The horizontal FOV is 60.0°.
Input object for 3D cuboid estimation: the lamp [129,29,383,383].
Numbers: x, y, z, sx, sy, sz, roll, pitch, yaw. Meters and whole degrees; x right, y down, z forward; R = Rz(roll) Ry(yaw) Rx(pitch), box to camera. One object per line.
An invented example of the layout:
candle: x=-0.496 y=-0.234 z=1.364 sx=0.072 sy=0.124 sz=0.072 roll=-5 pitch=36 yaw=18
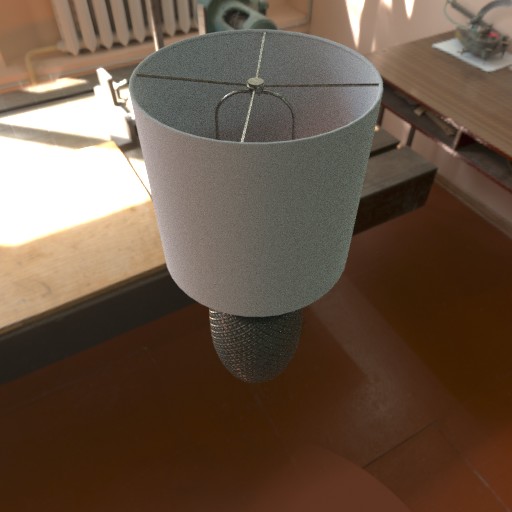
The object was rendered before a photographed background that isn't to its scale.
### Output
lamp: x=0.000 y=0.000 z=0.547 sx=0.217 sy=0.453 sz=0.217 roll=4 pitch=46 yaw=4
